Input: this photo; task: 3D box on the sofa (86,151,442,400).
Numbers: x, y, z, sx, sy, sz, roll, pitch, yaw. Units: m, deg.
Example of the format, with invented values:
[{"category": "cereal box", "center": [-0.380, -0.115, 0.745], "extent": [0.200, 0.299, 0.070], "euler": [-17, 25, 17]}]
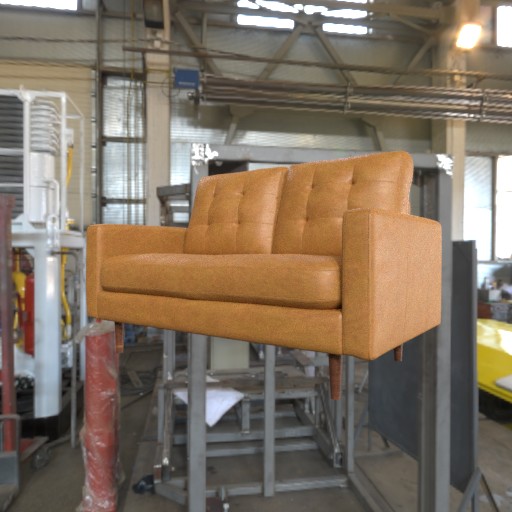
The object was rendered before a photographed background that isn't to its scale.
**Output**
[{"category": "sofa", "center": [0.000, 0.000, 1.996], "extent": [1.430, 0.898, 0.868], "euler": [0, 1, 36]}]
